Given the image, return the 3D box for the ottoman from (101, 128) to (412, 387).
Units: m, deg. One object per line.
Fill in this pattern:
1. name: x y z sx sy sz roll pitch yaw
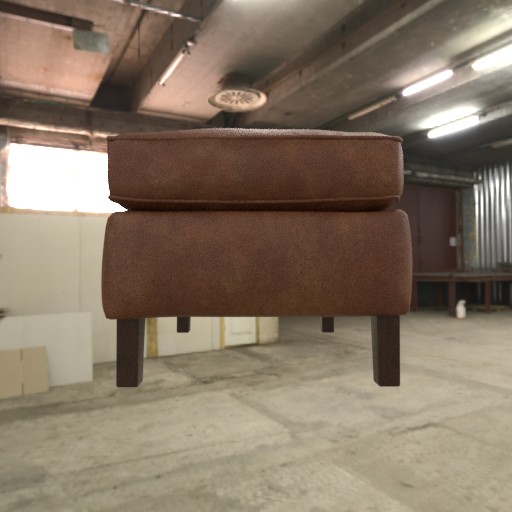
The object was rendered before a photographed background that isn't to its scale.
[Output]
1. ottoman: 0.000 0.000 0.977 0.501 0.418 0.665 0 -1 0
